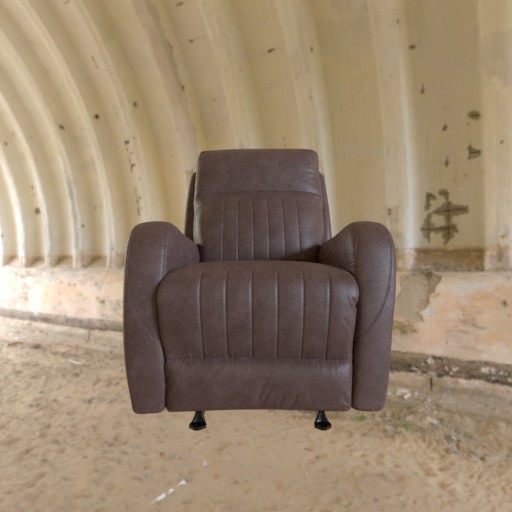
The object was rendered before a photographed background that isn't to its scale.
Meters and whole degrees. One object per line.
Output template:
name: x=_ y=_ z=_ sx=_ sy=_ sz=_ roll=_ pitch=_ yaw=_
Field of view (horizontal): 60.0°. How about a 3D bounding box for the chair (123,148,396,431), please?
chair: x=0.000 y=0.000 z=1.803 sx=0.865 sy=1.067 sz=1.067 roll=0 pitch=0 yaw=0
